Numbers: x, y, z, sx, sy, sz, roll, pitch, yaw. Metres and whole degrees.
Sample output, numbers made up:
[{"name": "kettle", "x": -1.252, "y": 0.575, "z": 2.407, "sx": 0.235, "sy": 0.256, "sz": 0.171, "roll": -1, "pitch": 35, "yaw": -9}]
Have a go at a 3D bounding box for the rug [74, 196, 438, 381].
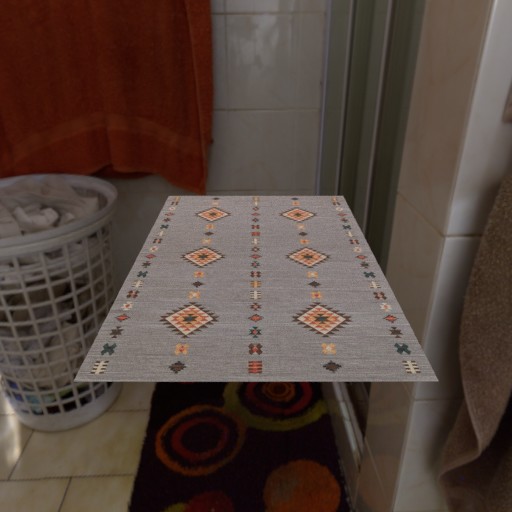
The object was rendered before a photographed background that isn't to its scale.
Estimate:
[{"name": "rug", "x": 0.000, "y": 0.000, "z": 2.284, "sx": 1.217, "sy": 0.005, "sz": 1.818, "roll": 0, "pitch": 27, "yaw": 0}]
